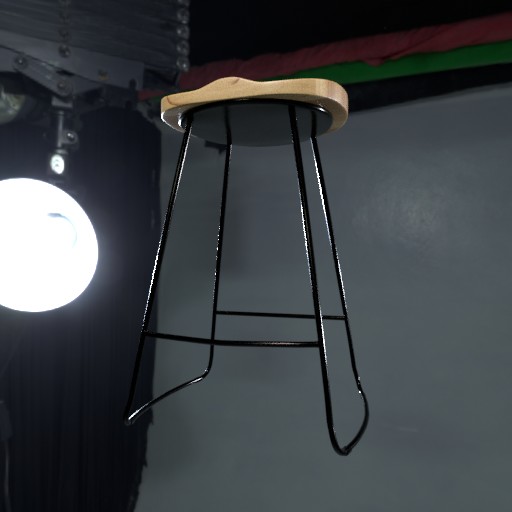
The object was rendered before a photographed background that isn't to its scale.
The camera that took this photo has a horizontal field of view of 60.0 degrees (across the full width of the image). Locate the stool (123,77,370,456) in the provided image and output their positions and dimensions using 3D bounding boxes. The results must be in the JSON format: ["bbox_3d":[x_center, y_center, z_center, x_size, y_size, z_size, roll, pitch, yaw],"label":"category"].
[{"bbox_3d":[0.000,0.000,0.971,0.480,0.679,0.401,0,0,18],"label":"stool"}]
